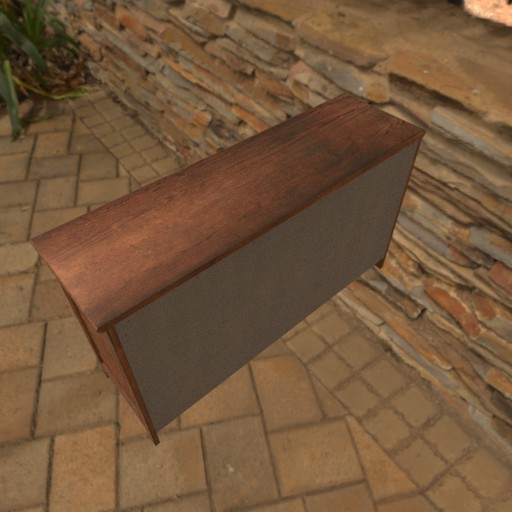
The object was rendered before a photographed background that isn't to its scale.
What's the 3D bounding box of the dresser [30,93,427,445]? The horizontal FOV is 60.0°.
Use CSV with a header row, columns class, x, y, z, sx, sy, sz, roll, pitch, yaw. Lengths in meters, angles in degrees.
class,x,y,z,sx,sy,sz,roll,pitch,yaw
dresser,0.000,0.000,1.972,1.551,0.856,0.463,-32,54,-27
